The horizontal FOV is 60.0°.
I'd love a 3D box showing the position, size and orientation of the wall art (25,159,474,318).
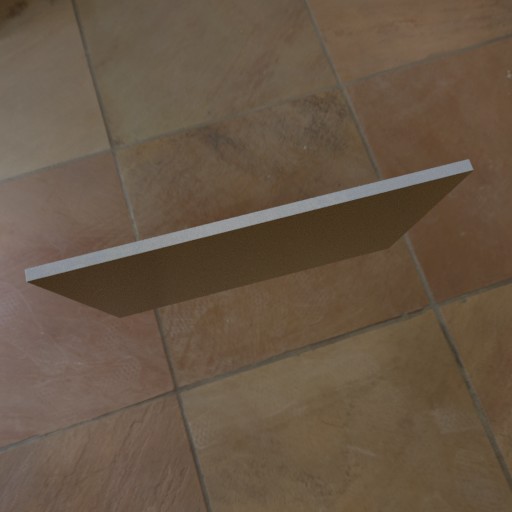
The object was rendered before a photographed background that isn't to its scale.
[{"bbox_3d":[0.000,0.000,1.193,0.932,0.610,0.027,-14,76,-4],"label":"wall art"}]
